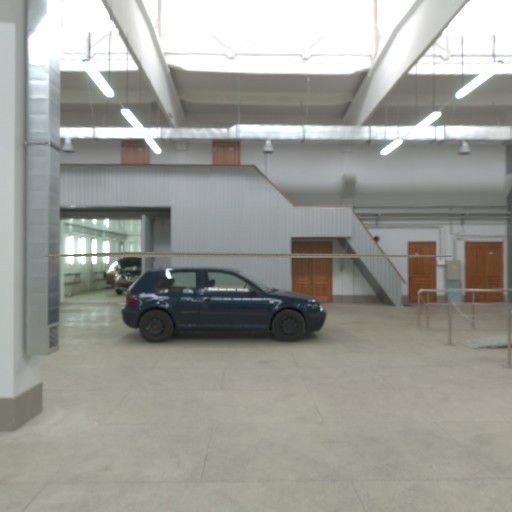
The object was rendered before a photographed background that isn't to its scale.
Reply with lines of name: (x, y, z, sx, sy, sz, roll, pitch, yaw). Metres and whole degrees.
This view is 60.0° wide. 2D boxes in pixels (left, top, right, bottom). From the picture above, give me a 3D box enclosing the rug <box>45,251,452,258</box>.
rug: (0.000, 0.000, 3.112, 2.438, 0.011, 1.524, 0, -1, -36)
